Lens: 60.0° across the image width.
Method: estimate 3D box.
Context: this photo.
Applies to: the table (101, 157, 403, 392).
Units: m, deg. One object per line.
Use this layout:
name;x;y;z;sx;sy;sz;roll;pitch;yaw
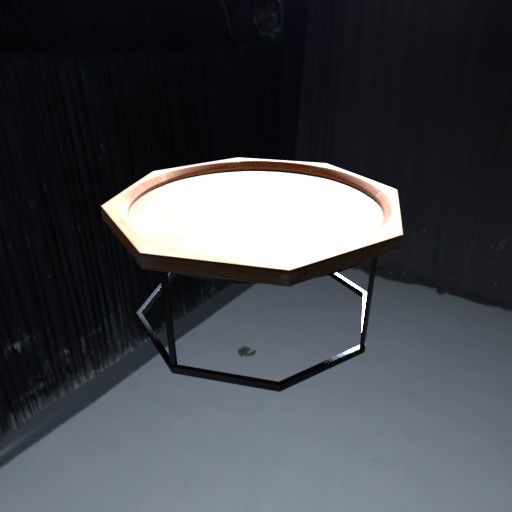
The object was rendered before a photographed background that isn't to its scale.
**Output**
table;0.000;0.000;1.583;1.002;0.444;1.002;0;28;0
